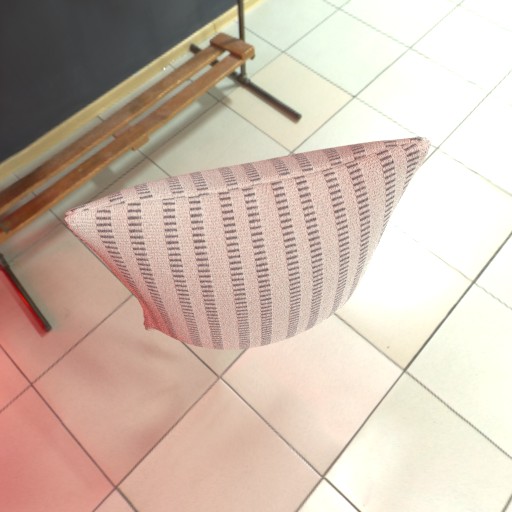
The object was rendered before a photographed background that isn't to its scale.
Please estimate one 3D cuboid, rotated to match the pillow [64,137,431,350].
[{"bbox_3d":[0.000,0.000,0.689,0.438,0.419,0.247,-13,64,-6],"label":"pillow"}]
